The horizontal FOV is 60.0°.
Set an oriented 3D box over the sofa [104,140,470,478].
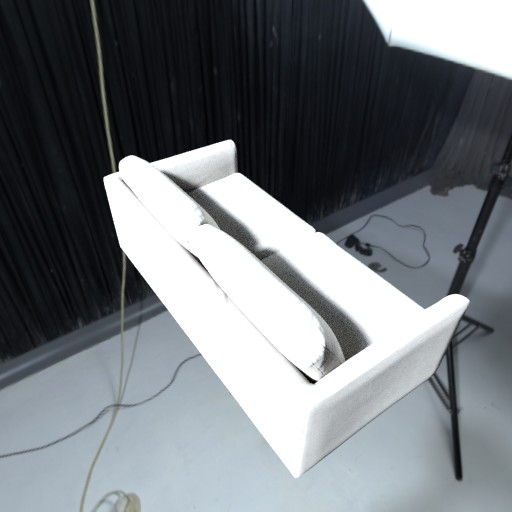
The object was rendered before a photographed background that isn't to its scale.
[{"bbox_3d":[0.000,0.000,2.825,1.090,0.838,2.588,-25,46,-26],"label":"sofa"}]
